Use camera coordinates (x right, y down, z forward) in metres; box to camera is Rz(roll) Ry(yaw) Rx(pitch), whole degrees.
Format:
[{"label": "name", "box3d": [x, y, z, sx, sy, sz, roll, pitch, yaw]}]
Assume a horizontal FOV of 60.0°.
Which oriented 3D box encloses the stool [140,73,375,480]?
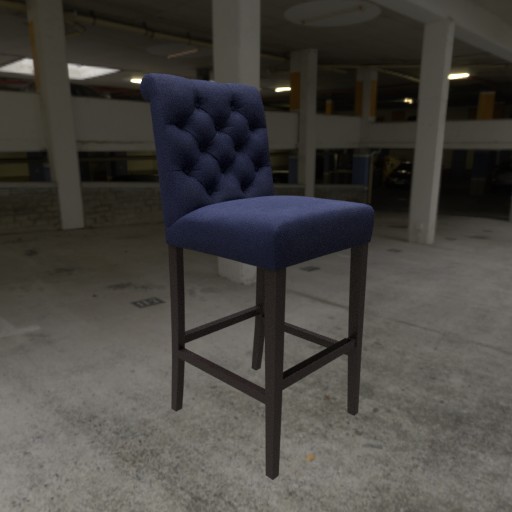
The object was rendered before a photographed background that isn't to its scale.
[{"label": "stool", "box3d": [0.000, 0.000, 1.470, 0.601, 1.140, 0.493, 13, 19, 42]}]
